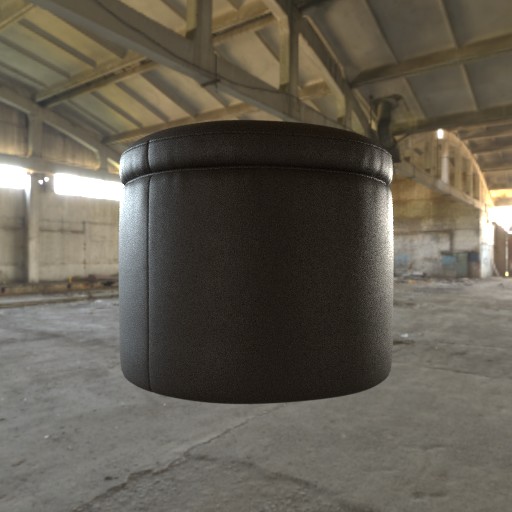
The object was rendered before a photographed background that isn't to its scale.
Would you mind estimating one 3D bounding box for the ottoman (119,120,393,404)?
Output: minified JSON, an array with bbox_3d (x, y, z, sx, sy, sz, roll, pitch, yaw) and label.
[{"bbox_3d":[0.000,0.000,0.843,0.500,0.409,0.500,0,0,0],"label":"ottoman"}]
